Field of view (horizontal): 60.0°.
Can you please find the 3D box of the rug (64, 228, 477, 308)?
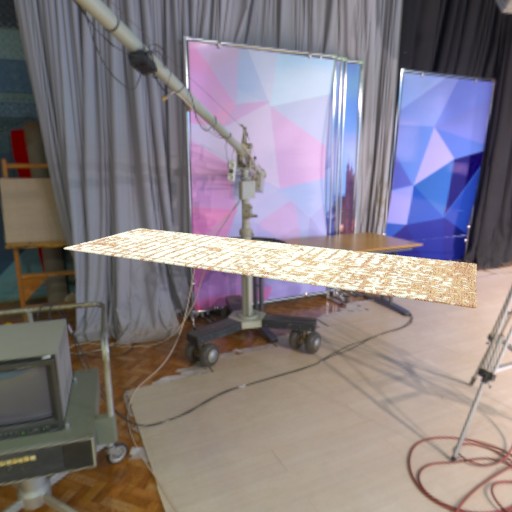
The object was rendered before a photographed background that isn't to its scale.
[{"bbox_3d":[0.000,0.000,2.711,2.435,0.011,0.750,7,16,25],"label":"rug"}]
